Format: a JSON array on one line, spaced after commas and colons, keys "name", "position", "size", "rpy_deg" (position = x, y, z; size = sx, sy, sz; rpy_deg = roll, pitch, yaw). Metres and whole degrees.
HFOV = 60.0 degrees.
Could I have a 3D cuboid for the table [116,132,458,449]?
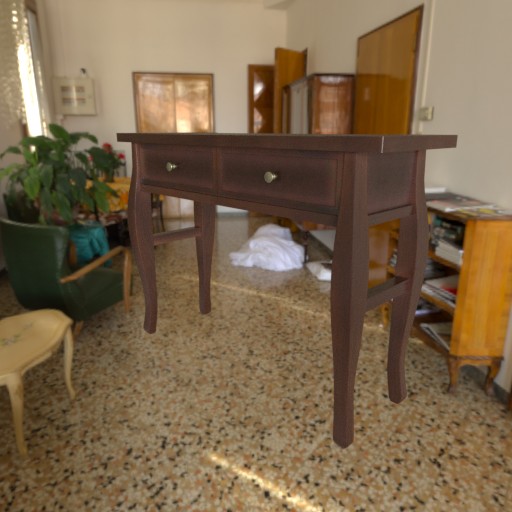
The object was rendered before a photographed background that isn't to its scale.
[{"name": "table", "position": [0.000, 0.000, 1.445], "size": [0.373, 0.768, 1.062], "rpy_deg": [-15, 22, -42]}]
